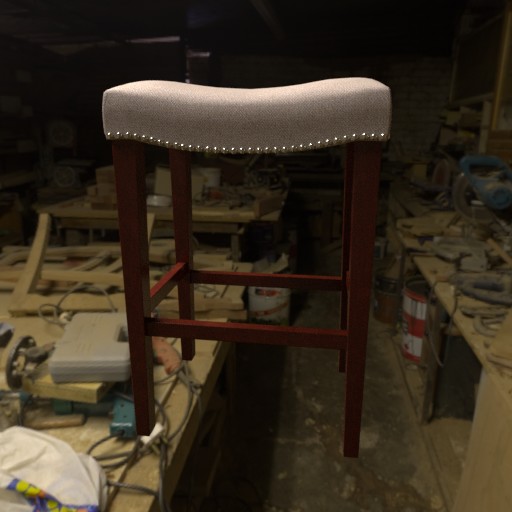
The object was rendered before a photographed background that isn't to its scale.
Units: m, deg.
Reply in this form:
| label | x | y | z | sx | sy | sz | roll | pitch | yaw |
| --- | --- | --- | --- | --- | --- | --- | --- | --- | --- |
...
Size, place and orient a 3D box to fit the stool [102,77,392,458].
| label | x | y | z | sx | sy | sz | roll | pitch | yaw |
| --- | --- | --- | --- | --- | --- | --- | --- | --- | --- |
| stool | 0.000 | 0.000 | 1.009 | 0.504 | 0.742 | 0.372 | 2 | 17 | 8 |
